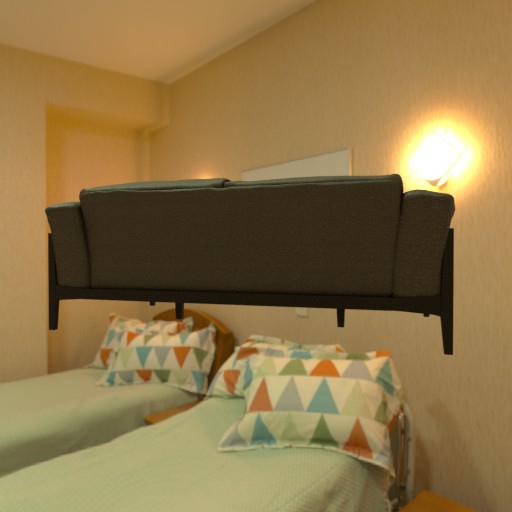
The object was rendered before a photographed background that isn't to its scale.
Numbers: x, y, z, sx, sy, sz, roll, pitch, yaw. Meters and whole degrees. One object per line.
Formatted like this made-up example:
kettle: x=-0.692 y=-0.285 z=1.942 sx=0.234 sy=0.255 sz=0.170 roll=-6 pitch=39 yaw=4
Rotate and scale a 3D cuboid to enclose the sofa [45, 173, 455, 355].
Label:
sofa: x=0.000 y=0.000 z=2.168 sx=1.690 sy=0.656 sz=0.960 roll=0 pitch=1 yaw=16
